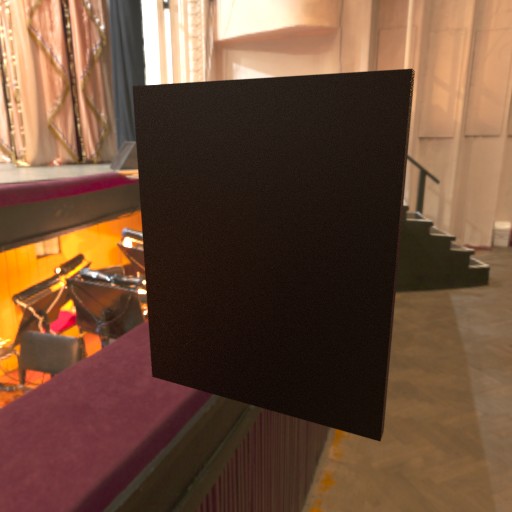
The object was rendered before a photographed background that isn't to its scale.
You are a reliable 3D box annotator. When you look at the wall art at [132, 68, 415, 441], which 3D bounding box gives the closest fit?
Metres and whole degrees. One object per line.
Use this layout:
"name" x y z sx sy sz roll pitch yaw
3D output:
"wall art" 0.000 0.000 0.747 0.457 0.557 0.028 7 17 25
